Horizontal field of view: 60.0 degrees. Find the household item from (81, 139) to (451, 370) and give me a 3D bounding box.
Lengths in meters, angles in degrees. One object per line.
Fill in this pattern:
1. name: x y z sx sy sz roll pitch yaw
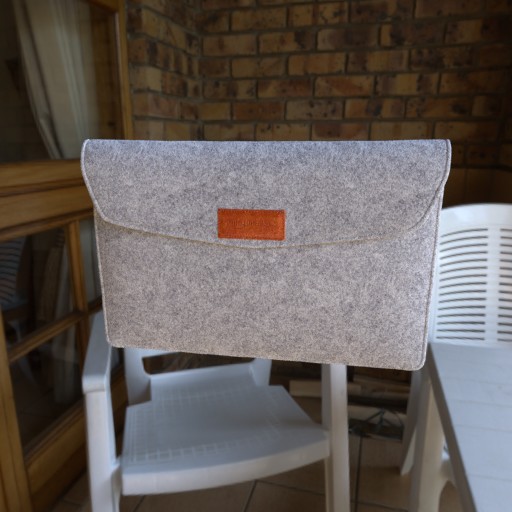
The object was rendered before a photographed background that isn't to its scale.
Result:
1. household item: 0.000 0.000 0.434 0.335 0.221 0.057 2 15 9
